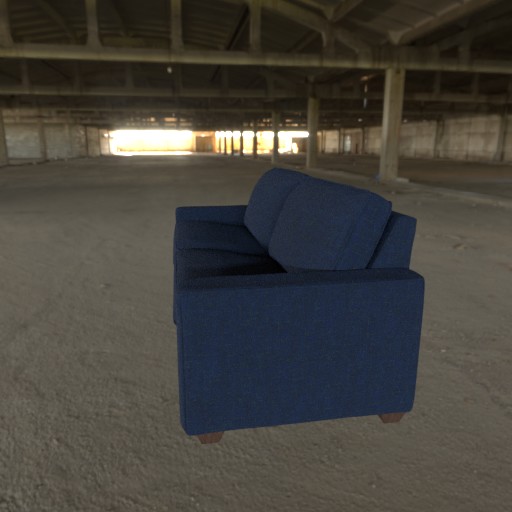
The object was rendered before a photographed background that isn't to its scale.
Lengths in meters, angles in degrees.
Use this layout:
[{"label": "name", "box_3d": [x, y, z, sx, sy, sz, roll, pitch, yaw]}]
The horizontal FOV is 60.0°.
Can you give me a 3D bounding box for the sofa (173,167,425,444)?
[{"label": "sofa", "box_3d": [0.000, 0.000, 2.536, 0.940, 0.919, 2.080, -2, 14, -10]}]
